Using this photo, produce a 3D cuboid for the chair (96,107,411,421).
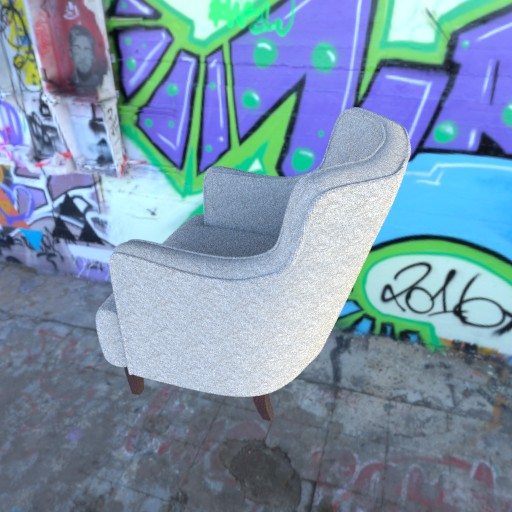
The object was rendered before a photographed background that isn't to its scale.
[{"bbox_3d":[0.000,0.000,1.606,0.910,0.920,0.820,9,32,15],"label":"chair"}]
